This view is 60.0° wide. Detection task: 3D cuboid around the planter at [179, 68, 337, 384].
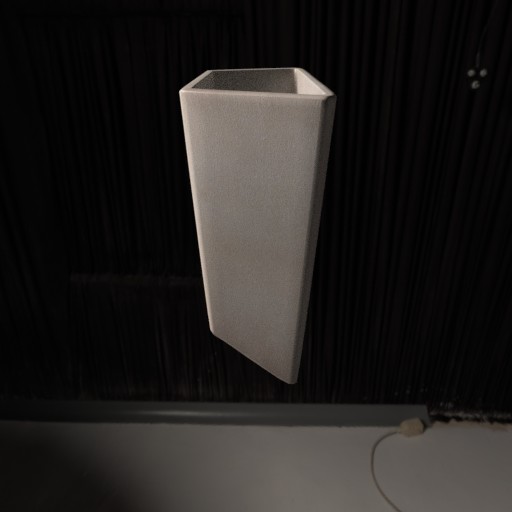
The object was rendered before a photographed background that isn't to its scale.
[{"bbox_3d":[0.000,0.000,0.264,0.060,0.197,0.150,0,27,0],"label":"planter"}]
